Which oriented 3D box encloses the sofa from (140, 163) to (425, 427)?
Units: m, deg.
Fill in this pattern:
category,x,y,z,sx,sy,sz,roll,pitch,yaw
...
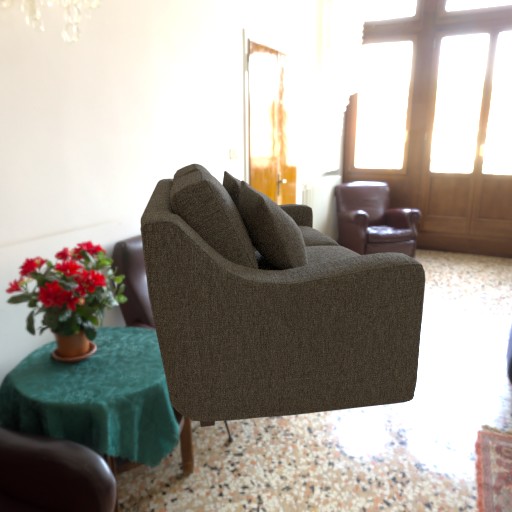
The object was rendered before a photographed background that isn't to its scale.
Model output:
category,x,y,z,sx,sy,sz,roll,pitch,yaw
sofa,0.000,0.000,2.511,1.120,0.991,1.778,-2,15,-9
